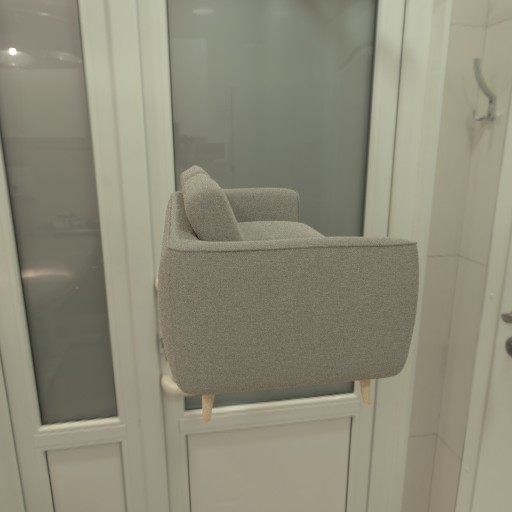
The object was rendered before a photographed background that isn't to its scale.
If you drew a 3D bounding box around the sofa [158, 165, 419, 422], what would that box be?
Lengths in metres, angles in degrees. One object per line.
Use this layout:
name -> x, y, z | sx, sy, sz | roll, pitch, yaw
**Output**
sofa -> 0.000, 0.000, 2.231 | 0.920, 0.850, 1.700 | -3, 15, -10
